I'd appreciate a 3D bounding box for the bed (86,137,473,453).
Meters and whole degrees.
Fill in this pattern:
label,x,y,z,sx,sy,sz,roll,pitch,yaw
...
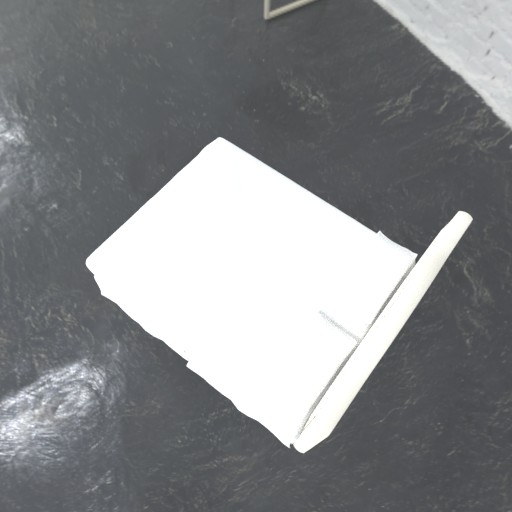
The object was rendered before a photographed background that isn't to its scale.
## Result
label,x,y,z,sx,sy,sz,roll,pitch,yaw
bed,0.000,0.000,3.462,2.282,1.436,1.821,35,68,16
